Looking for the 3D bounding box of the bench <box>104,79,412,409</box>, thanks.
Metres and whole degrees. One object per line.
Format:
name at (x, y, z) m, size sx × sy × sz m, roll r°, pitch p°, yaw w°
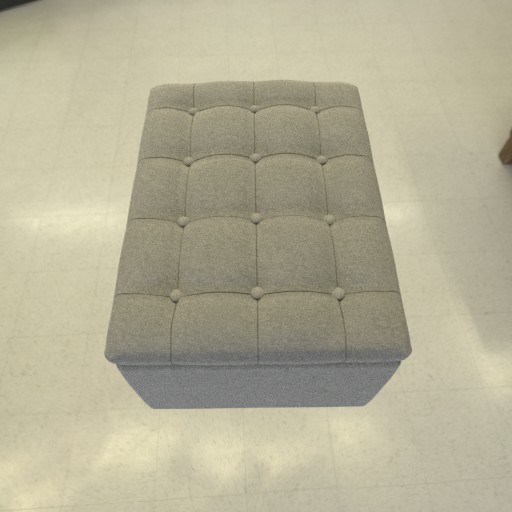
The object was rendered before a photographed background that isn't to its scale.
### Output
bench at (0.000, 0.000, 0.905) m, size 0.417 × 0.469 × 0.572 m, roll -1°, pitch 58°, yaw 0°
